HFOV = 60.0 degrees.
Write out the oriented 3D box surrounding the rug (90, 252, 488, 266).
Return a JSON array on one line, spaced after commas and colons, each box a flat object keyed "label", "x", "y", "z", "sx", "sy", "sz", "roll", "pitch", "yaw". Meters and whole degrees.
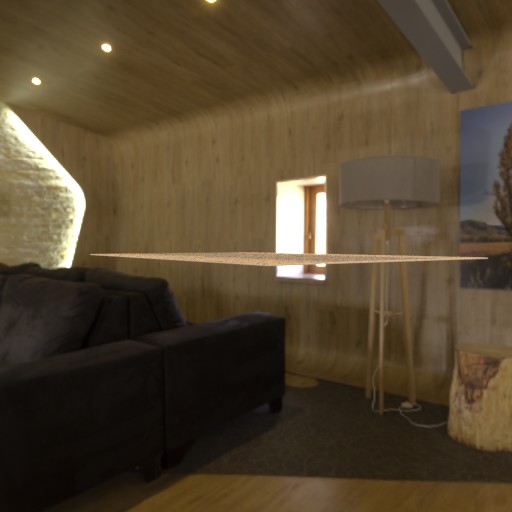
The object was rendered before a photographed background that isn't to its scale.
[{"label": "rug", "x": 0.000, "y": 0.000, "z": 2.352, "sx": 1.219, "sy": 0.005, "sz": 1.828, "roll": -1, "pitch": 2, "yaw": -35}]
